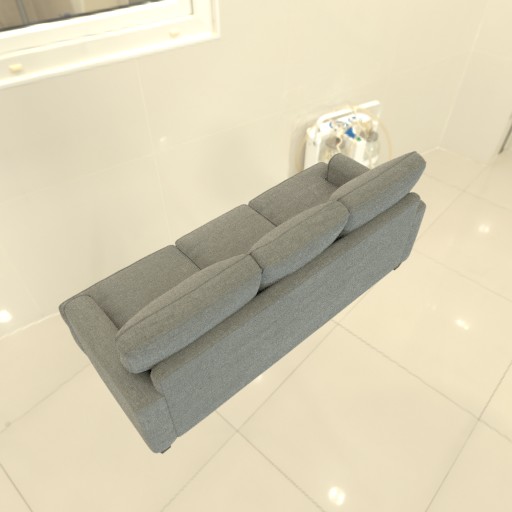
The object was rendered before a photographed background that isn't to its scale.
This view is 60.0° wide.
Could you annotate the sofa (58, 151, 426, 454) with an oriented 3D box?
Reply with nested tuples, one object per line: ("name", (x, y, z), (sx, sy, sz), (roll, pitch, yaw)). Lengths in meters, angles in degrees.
("sofa", (0.000, 0.000, 2.687), (2.158, 0.965, 0.951), (-32, 54, -27))
